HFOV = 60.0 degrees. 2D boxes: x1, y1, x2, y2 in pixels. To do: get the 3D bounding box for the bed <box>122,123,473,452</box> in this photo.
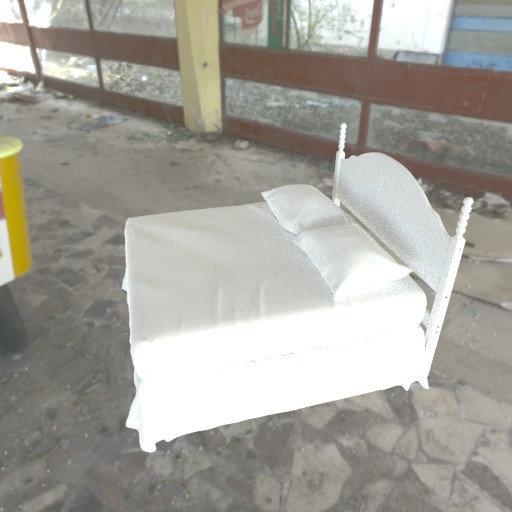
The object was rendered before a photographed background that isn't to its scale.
[{"bbox_3d":[0.000,0.000,3.187,2.040,1.356,1.873,-8,32,-13],"label":"bed"}]
